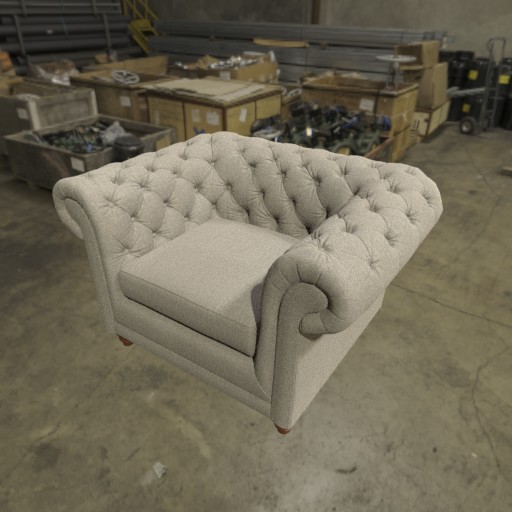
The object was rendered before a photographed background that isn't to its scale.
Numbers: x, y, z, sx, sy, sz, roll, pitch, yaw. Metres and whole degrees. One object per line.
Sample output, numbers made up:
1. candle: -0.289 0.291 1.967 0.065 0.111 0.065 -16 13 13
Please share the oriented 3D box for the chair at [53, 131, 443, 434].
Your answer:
1. chair: 0.000 0.000 1.878 1.270 0.770 0.976 19 35 29
